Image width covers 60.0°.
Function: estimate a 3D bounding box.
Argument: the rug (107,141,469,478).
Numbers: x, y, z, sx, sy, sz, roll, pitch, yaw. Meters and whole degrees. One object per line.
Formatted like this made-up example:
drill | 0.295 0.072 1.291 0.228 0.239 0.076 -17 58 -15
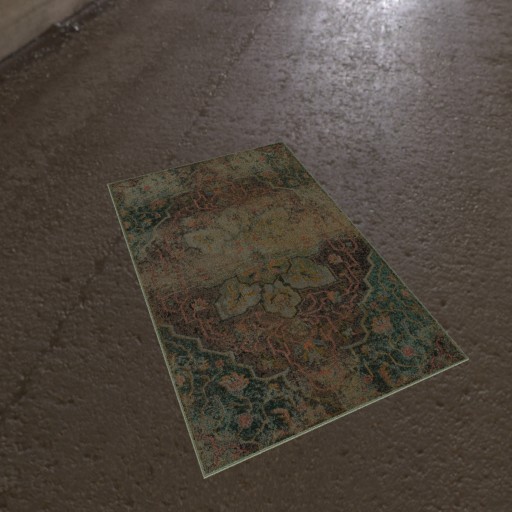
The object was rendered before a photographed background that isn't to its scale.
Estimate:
rug | 0.000 0.000 2.942 1.566 0.004 2.363 -17 49 -15
